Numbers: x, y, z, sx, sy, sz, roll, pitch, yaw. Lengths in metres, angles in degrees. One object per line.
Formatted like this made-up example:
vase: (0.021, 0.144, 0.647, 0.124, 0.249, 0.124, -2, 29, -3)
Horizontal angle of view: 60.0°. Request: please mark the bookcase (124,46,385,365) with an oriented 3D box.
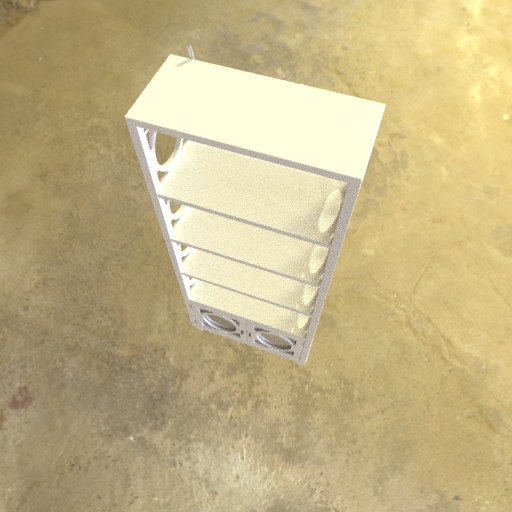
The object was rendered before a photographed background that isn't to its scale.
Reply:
bookcase: (0.000, 0.000, 2.167, 0.761, 1.869, 0.361, 17, 61, 10)
